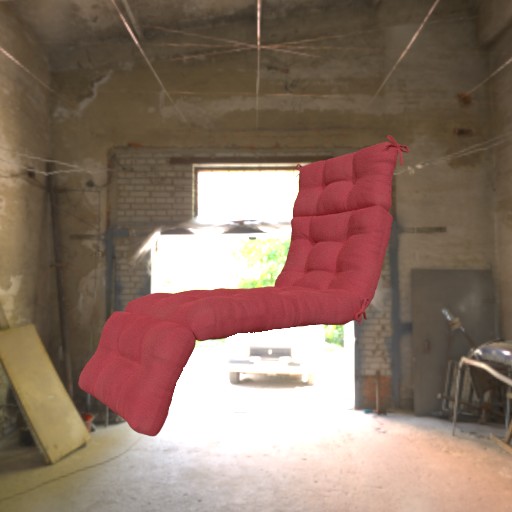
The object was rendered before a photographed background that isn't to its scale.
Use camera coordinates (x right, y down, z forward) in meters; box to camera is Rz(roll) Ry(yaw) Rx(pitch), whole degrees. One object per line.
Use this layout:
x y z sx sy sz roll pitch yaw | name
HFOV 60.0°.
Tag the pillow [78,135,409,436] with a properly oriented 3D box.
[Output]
0.000 0.000 1.481 1.016 0.863 0.526 2 -3 -36 | pillow
